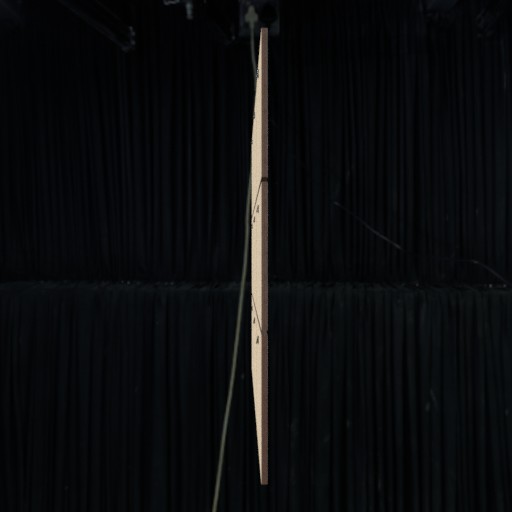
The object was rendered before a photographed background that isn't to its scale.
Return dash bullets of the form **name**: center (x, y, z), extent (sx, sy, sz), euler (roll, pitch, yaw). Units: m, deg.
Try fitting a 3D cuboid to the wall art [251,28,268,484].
- **wall art**: center (0.000, 0.000, 1.330), extent (0.018, 0.904, 0.906), euler (0, 0, -2)
